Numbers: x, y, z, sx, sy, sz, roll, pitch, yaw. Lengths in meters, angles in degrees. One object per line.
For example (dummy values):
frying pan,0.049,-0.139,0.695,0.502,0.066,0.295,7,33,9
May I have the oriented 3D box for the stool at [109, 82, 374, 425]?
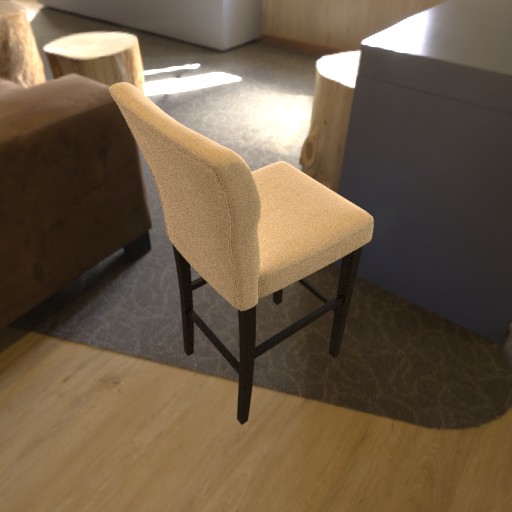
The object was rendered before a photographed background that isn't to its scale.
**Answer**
stool,0.000,0.000,1.464,0.603,1.124,0.516,-27,48,-27
